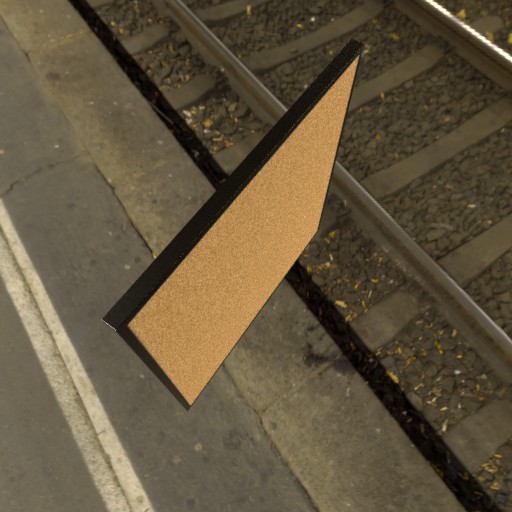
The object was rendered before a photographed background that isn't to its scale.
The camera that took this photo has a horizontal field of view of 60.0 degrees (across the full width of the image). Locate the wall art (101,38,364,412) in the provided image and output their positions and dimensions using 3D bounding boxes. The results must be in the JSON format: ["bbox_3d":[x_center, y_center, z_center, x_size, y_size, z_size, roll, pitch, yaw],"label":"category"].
[{"bbox_3d":[0.000,0.000,0.518,0.014,0.349,0.349,31,67,15],"label":"wall art"}]
